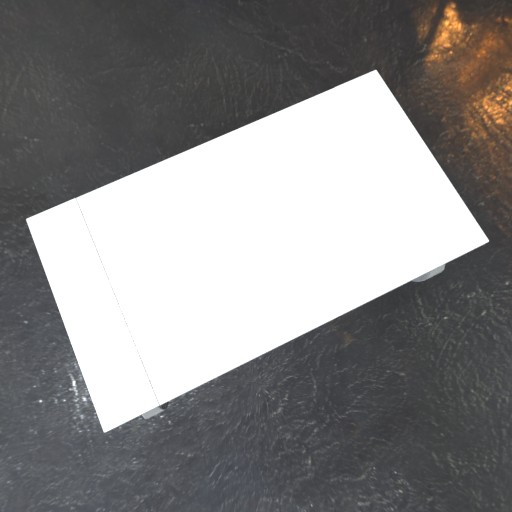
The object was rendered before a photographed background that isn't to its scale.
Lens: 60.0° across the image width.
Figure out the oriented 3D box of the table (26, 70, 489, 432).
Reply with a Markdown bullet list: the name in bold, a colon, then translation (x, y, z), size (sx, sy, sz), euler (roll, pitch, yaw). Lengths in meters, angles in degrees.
- **table**: translation (0.000, 0.000, 1.396), size (1.062, 0.495, 0.600), euler (-25, 76, -7)
